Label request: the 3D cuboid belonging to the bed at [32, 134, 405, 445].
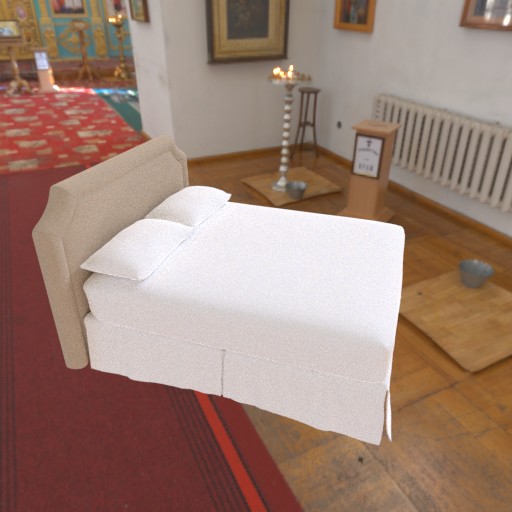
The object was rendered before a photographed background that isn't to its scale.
[{"bbox_3d":[0.000,0.000,3.244,2.204,1.301,1.828,9,30,16],"label":"bed"}]
